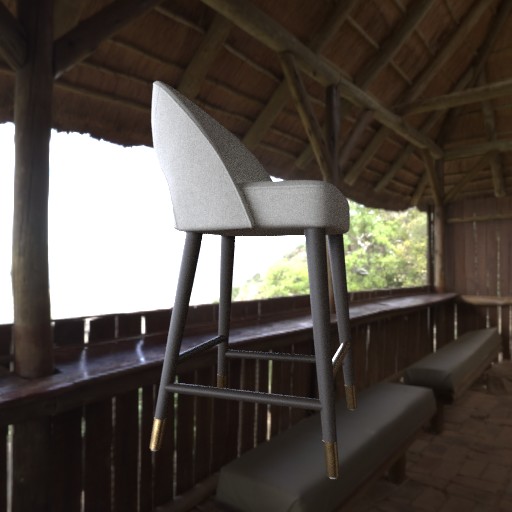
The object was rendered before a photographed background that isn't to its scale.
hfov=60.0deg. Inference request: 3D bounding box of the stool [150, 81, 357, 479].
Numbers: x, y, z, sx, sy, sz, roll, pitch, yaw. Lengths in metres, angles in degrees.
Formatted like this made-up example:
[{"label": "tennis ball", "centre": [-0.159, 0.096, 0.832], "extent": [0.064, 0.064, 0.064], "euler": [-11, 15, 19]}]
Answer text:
[{"label": "stool", "centre": [0.000, 0.000, 1.221], "extent": [0.509, 0.940, 0.494], "euler": [0, 1, 18]}]
